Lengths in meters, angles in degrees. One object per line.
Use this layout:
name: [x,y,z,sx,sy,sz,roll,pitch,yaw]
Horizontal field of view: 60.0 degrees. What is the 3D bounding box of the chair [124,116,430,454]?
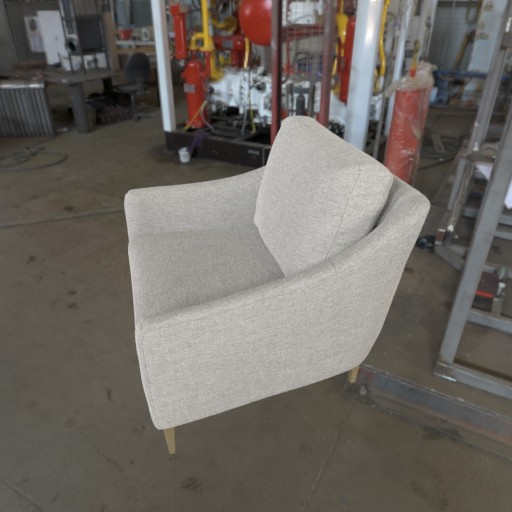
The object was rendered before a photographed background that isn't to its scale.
chair: [0.000,0.000,1.720,0.961,0.902,0.986,-8,32,-14]
